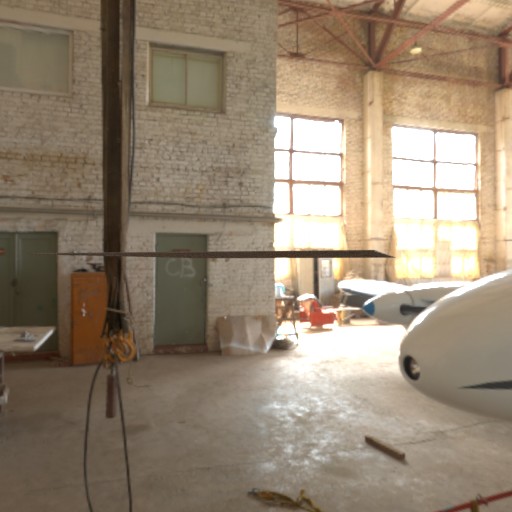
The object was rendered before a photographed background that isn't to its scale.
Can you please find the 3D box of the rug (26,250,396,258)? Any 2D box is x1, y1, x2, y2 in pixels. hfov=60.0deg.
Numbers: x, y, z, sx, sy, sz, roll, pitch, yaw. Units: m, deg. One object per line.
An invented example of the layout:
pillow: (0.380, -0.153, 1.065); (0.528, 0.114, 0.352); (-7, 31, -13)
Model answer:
rug: (0.000, 0.000, 4.201); (2.425, 0.008, 3.035); (0, -1, 20)
